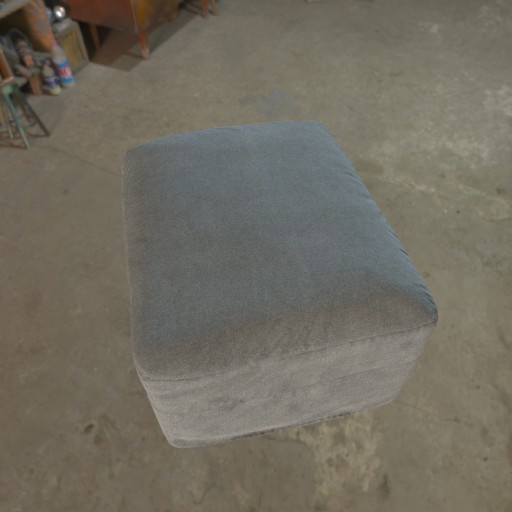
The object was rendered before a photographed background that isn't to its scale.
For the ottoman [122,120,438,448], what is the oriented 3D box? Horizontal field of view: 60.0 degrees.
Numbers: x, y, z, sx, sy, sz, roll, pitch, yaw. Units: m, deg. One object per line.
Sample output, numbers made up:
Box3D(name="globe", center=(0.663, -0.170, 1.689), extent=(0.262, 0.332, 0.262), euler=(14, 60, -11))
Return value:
Box3D(name="ottoman", center=(0.000, 0.000, 1.268), extent=(0.683, 0.481, 0.837), euler=(-10, 50, -9))
